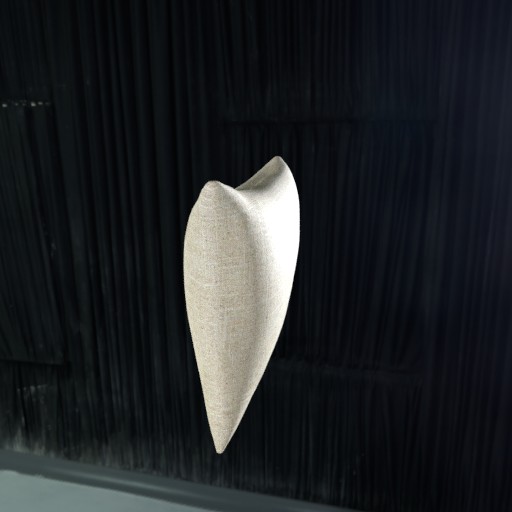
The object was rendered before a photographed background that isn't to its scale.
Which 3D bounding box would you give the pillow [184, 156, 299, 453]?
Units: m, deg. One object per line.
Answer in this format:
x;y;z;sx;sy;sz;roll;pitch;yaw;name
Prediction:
0.000;0.000;1.039;0.197;0.429;0.859;2;15;8;pillow
